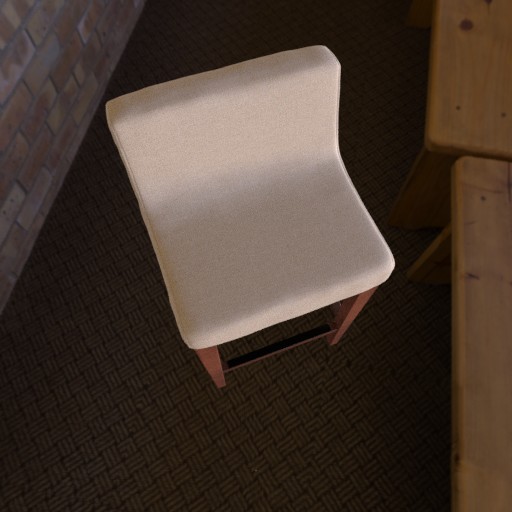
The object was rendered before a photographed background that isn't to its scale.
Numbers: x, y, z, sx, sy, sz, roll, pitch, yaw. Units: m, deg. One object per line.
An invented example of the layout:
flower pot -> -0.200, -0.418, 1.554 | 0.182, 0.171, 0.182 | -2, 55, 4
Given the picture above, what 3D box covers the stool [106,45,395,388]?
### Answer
stool -> 0.000, 0.000, 1.259 | 0.511, 0.937, 0.500 | -19, 66, -9
